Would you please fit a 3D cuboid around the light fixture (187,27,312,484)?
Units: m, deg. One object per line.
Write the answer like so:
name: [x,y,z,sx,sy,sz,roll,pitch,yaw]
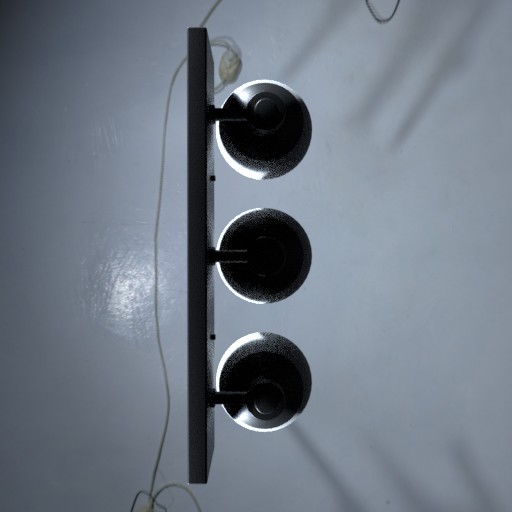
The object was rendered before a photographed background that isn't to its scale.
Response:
light fixture: [0.000,0.000,0.829,0.218,0.263,0.721,0,90,0]
